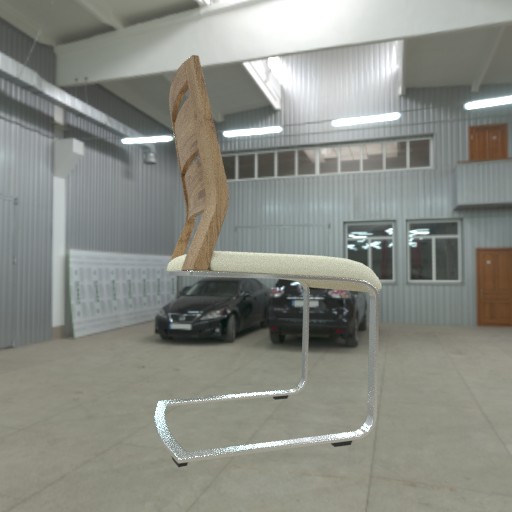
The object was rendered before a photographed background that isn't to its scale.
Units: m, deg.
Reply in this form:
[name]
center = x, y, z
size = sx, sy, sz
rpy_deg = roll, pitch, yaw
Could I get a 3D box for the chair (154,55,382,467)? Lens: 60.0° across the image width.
[chair]
center = 0.000, 0.000, 1.280
size = 0.561, 0.955, 0.457
rpy_deg = 1, -2, -18
